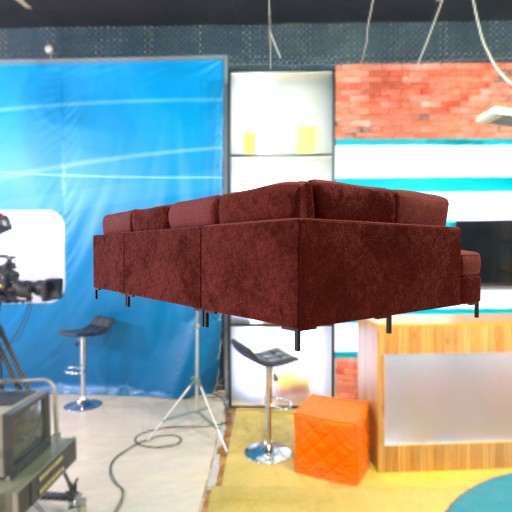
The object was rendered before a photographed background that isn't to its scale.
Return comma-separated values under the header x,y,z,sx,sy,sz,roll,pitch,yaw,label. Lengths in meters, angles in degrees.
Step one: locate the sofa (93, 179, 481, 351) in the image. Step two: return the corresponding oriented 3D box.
x,y,z,sx,sy,sz,roll,pitch,yaw,label
0.000,0.000,4.344,2.055,0.992,3.434,-1,1,-38,sofa
